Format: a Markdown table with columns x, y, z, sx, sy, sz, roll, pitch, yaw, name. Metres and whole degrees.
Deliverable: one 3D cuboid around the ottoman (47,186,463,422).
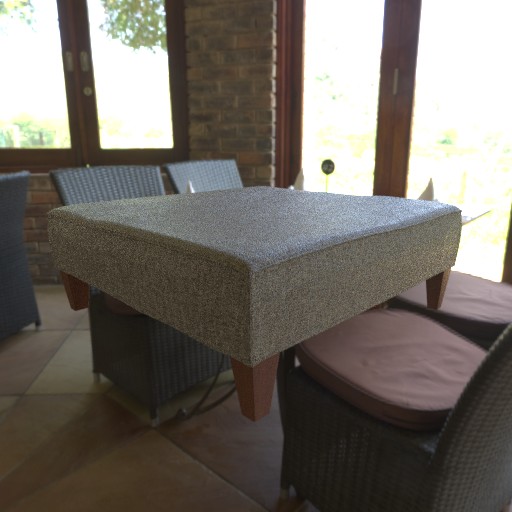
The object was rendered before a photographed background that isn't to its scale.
| x | y | z | sx | sy | sz | roll | pitch | yaw | name |
| --- | --- | --- | --- | --- | --- | --- | --- | --- | --- |
| 0.000 | 0.000 | 1.500 | 1.016 | 0.379 | 0.981 | -14 | 20 | -43 | ottoman |
